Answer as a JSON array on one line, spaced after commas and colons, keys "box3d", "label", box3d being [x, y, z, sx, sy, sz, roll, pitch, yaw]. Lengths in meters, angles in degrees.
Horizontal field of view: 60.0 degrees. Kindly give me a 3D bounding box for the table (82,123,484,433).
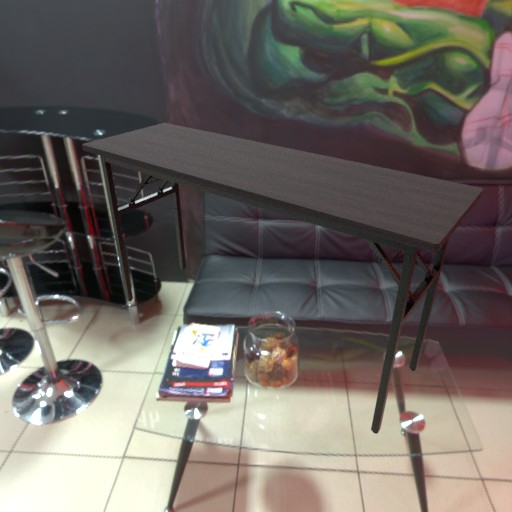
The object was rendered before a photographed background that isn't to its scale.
[{"box3d": [0.000, 0.000, 1.742, 1.399, 0.750, 0.449, 20, 36, 31], "label": "table"}]
